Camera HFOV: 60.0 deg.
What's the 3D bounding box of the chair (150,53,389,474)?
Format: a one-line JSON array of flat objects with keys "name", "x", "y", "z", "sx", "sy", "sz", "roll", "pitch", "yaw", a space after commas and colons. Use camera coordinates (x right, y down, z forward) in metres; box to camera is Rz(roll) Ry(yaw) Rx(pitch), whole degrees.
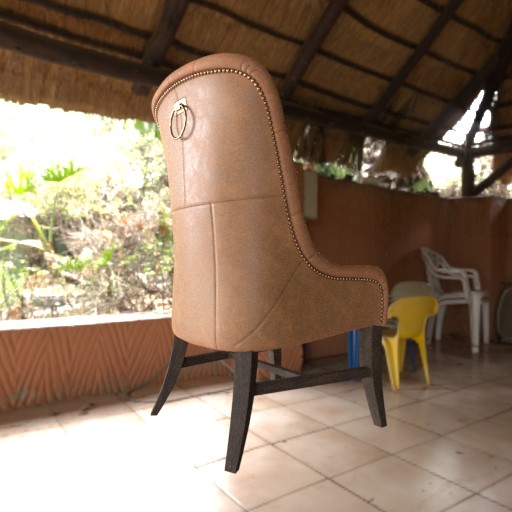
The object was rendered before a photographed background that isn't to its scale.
[{"name": "chair", "x": 0.000, "y": 0.000, "z": 1.476, "sx": 0.629, "sy": 1.091, "sz": 0.634, "roll": 0, "pitch": 0, "yaw": -36}]
